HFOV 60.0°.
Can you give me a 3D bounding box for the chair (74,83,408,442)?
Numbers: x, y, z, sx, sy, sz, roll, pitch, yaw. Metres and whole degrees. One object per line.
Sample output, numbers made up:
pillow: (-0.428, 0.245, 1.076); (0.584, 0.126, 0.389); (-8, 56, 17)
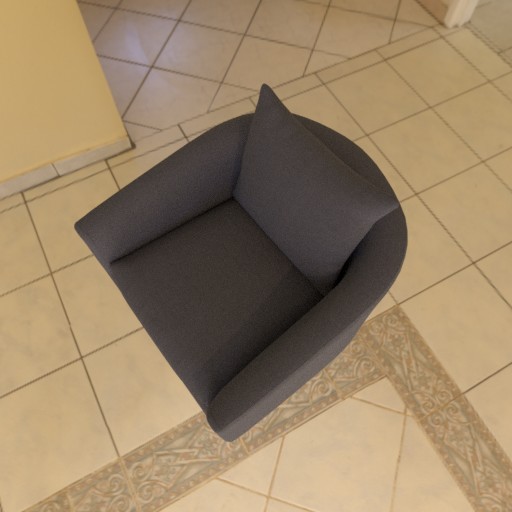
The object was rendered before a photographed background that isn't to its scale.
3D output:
chair: (0.000, 0.000, 1.575); (0.910, 0.848, 0.845); (-35, 68, -16)
